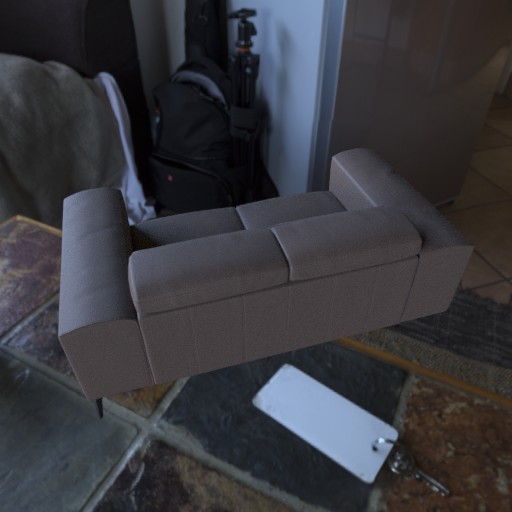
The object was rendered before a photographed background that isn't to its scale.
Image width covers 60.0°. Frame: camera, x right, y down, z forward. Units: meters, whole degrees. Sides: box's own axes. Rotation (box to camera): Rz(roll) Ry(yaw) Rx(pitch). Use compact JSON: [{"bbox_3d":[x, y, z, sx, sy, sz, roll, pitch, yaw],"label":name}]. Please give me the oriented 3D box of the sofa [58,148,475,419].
[{"bbox_3d":[0.000,0.000,2.386,1.895,0.779,1.003,-11,43,-12],"label":"sofa"}]
